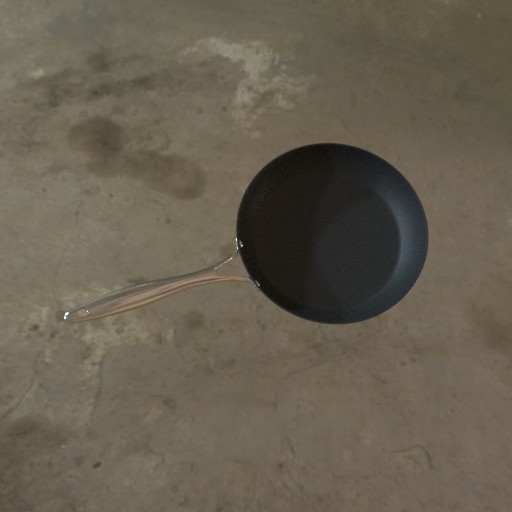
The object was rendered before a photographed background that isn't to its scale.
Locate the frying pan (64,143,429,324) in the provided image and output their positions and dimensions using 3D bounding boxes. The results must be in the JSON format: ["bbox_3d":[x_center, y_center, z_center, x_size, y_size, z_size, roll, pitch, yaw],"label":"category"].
[{"bbox_3d":[0.000,0.000,0.577,0.472,0.105,0.255,-20,75,-6],"label":"frying pan"}]
